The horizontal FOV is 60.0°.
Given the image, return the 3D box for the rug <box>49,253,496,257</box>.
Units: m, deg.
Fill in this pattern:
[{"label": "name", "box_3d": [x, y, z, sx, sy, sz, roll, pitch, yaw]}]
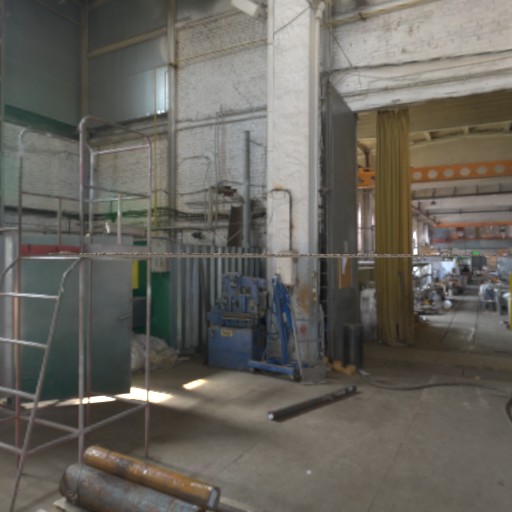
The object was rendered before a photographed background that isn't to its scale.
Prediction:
[{"label": "rug", "box_3d": [0.000, 0.000, 5.192, 4.093, 0.020, 2.997, 0, -1, -18]}]
